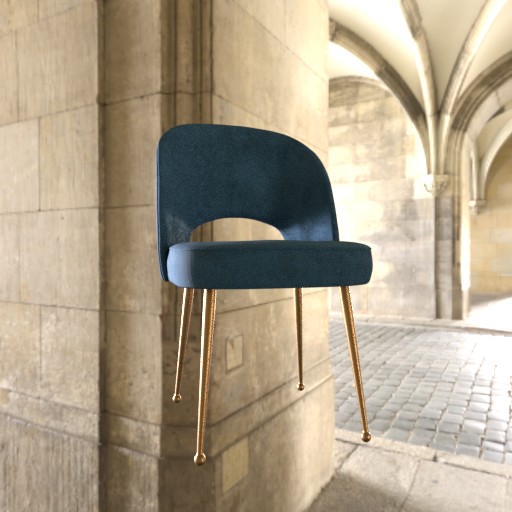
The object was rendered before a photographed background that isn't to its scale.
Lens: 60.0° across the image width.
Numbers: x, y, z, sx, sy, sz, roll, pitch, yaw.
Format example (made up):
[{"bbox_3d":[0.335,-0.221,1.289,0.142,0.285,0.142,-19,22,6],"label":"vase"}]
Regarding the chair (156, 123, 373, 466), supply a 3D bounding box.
[{"bbox_3d":[0.000,0.000,1.209,0.527,0.860,0.577,0,1,-17],"label":"chair"}]
